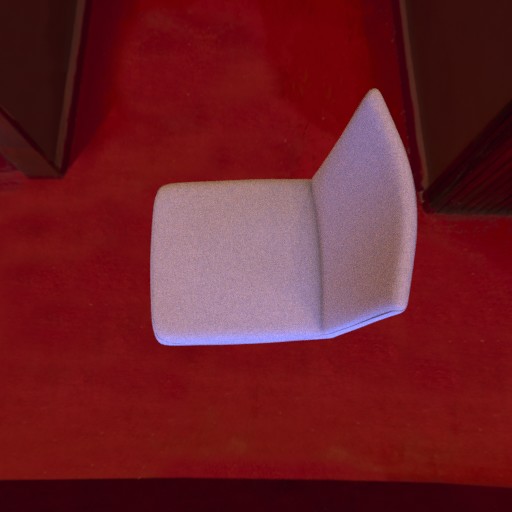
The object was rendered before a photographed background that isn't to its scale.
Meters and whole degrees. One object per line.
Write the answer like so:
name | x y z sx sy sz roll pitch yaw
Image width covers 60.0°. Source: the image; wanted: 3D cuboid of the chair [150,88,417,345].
chair | 0.000 0.000 1.188 0.570 0.859 0.456 -2 76 -1
